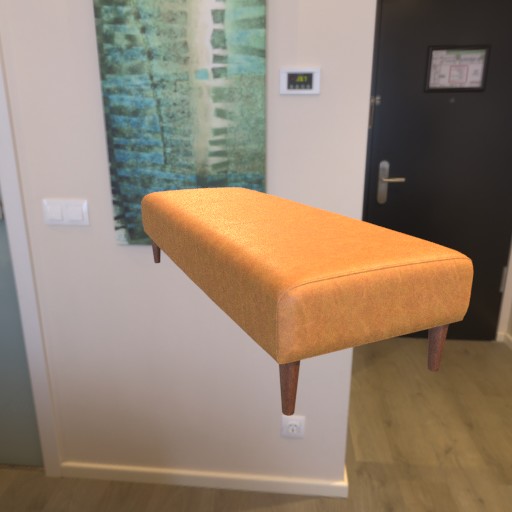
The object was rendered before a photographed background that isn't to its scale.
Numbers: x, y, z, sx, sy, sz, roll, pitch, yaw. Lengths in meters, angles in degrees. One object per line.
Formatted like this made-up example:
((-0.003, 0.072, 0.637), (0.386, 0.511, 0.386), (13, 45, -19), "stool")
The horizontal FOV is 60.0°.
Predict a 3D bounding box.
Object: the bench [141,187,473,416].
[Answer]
((0.000, 0.000, 1.849), (0.653, 0.399, 1.610), (-7, 18, -24), "bench")
